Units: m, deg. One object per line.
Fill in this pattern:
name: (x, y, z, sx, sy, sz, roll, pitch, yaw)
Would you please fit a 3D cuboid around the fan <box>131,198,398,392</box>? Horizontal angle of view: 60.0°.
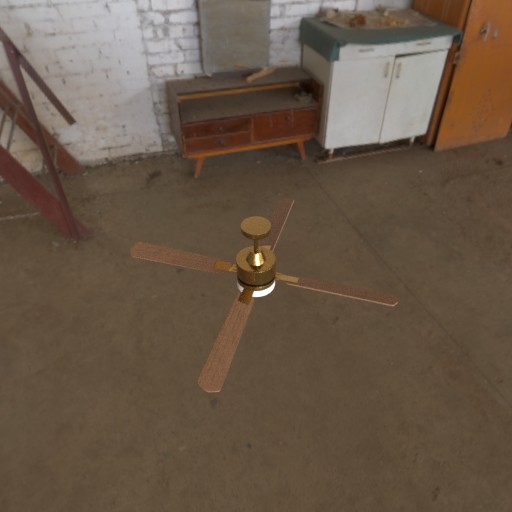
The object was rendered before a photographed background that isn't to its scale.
fan: (0.000, 0.000, 2.046, 1.320, 0.355, 1.320, 11, 43, 12)
